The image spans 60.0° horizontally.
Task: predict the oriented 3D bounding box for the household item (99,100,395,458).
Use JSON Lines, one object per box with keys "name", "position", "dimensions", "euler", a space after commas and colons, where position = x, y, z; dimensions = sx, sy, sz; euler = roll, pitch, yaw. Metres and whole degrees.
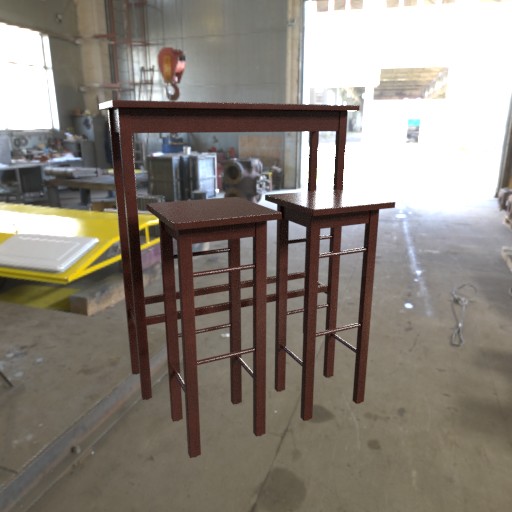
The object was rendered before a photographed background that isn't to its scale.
{"name": "household item", "position": [0.000, 0.000, 1.629], "dimensions": [0.914, 1.067, 0.676], "euler": [-8, 18, -25]}
